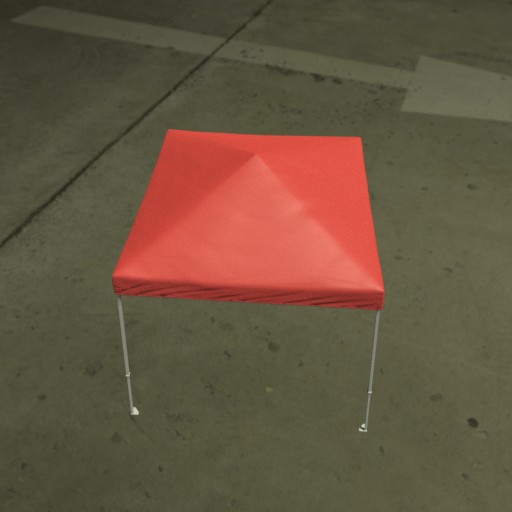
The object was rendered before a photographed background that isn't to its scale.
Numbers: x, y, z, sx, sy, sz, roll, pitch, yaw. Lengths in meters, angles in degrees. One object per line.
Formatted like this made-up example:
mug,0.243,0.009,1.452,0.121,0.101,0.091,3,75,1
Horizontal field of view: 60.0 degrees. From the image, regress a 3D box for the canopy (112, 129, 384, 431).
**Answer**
canopy,0.000,0.000,5.243,2.849,2.849,2.848,3,48,3
